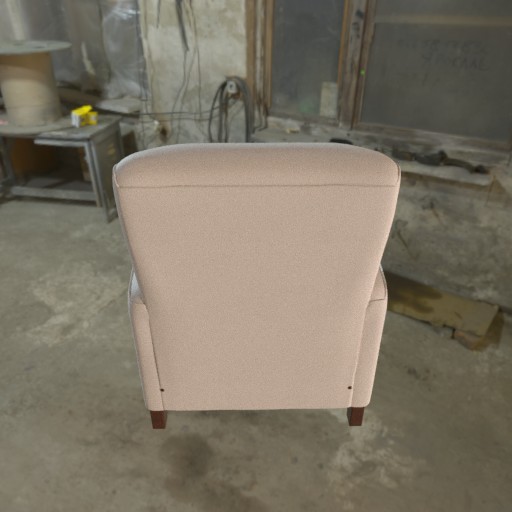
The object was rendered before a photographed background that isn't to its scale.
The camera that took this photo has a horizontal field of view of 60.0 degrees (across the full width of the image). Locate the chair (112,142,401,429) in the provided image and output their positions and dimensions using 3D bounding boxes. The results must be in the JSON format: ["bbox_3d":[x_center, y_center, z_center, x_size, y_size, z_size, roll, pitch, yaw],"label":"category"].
[{"bbox_3d":[0.000,0.000,1.620,0.841,1.028,0.858,-1,30,-1],"label":"chair"}]
